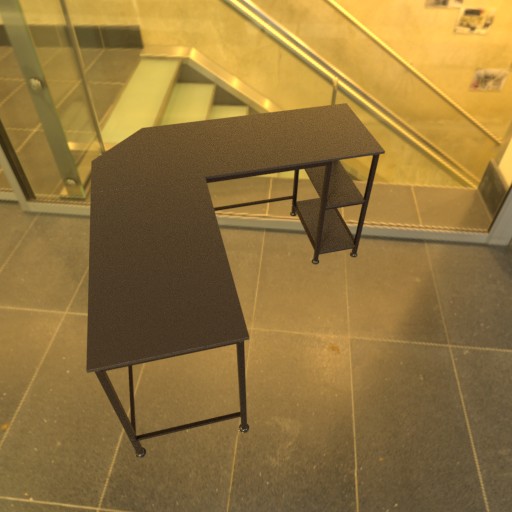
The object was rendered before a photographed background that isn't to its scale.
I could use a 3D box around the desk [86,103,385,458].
[{"bbox_3d":[0.000,0.000,2.168,1.379,0.739,1.379,-10,47,-9],"label":"desk"}]
